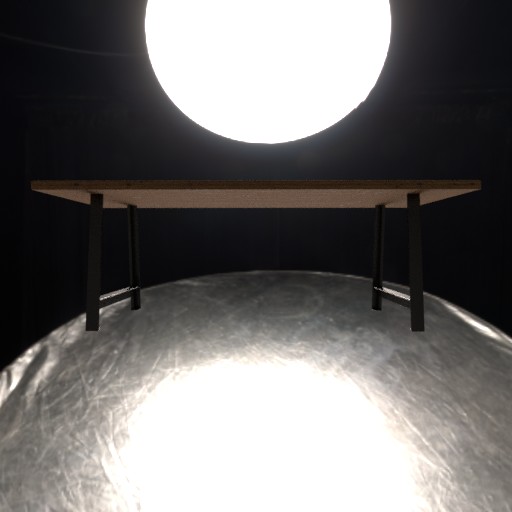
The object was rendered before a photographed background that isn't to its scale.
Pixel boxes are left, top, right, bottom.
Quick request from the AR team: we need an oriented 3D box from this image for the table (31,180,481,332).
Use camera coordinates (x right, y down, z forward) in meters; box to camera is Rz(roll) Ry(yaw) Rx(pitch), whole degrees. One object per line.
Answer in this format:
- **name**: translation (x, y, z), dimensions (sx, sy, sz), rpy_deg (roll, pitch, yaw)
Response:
- **table**: translation (0.000, 0.000, 2.669), dimensions (2.200, 0.757, 1.000), rpy_deg (0, 1, 1)
